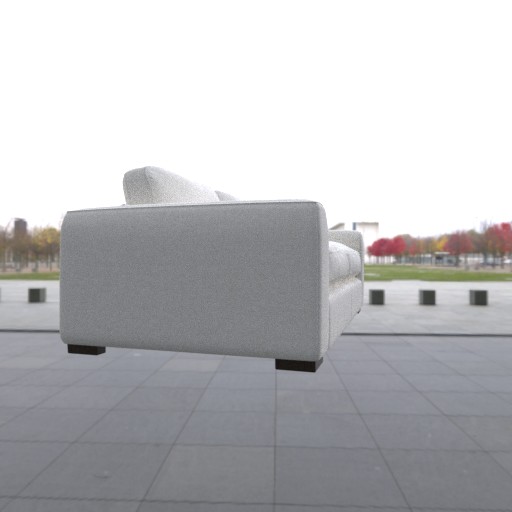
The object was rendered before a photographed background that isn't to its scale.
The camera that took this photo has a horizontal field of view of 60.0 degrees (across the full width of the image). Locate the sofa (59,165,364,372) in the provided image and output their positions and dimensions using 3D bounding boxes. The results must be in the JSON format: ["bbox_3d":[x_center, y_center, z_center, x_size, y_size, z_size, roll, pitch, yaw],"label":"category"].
[{"bbox_3d":[0.000,0.000,2.508,1.069,0.801,1.920,0,0,18],"label":"sofa"}]
